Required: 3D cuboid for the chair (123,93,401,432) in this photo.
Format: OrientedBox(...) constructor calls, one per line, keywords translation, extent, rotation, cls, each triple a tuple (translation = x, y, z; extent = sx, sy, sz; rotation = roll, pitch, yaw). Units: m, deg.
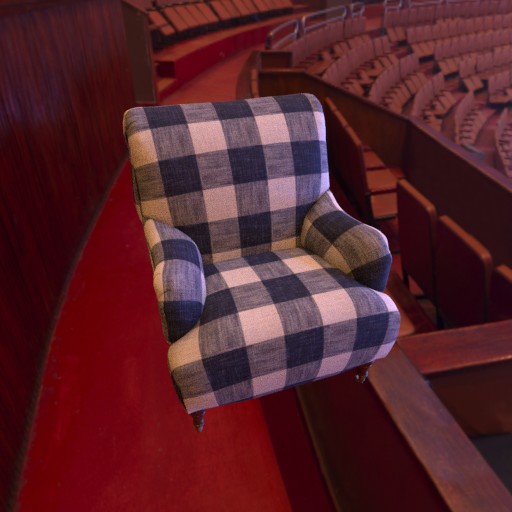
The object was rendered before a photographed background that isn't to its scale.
OrientedBox(translation=(0.000, 0.000, 1.619), extent=(0.781, 0.953, 0.848), rotation=(-11, 34, -17), cls="chair")
